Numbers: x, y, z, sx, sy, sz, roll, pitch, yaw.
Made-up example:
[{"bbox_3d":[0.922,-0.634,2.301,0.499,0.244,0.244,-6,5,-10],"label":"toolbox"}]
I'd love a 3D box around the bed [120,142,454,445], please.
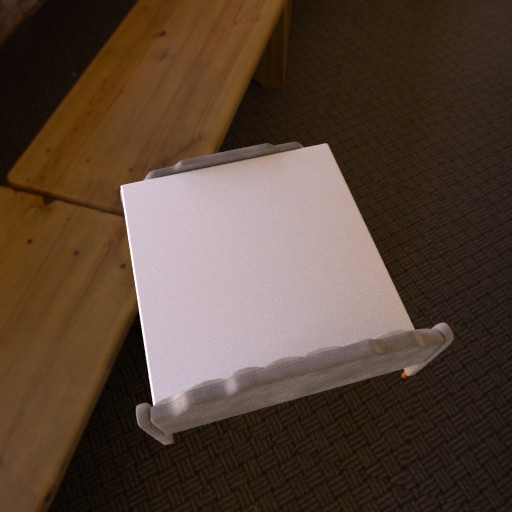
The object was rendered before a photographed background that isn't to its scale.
[{"bbox_3d":[0.000,0.000,3.659,2.074,1.245,2.340,-13,61,-7],"label":"bed"}]
